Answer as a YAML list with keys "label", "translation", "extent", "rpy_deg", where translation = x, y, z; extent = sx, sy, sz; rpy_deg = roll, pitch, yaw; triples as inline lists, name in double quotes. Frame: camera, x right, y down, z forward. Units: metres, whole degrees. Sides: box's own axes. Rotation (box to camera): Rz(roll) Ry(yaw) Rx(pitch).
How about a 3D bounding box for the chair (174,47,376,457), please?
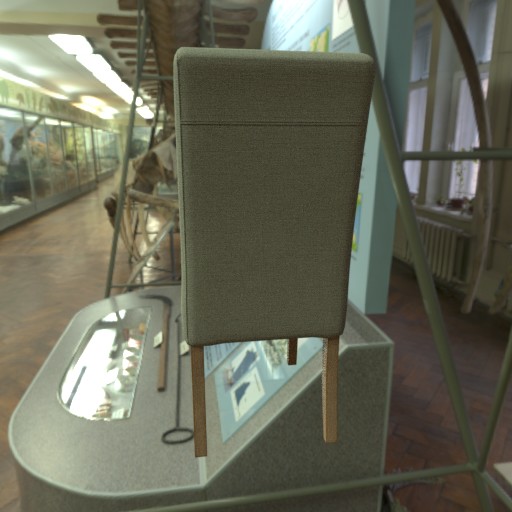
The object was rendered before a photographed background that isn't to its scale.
- label: "chair"
  translation: [0.000, 0.000, 1.328]
  extent: [0.450, 1.033, 0.611]
  rpy_deg: [-2, 14, -9]
